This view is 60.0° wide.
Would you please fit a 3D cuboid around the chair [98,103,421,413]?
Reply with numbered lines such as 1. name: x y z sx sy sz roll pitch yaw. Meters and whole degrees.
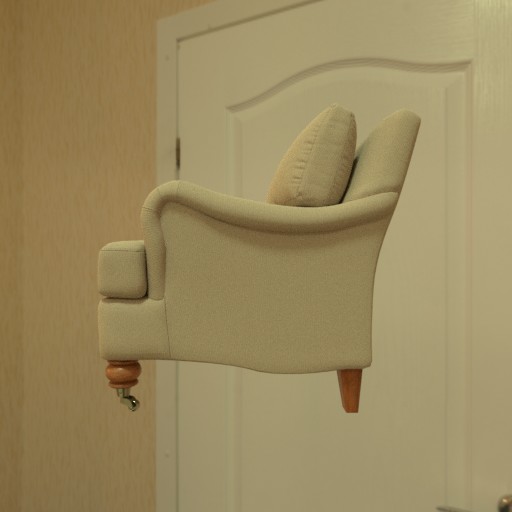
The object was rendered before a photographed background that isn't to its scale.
1. chair: 0.000 0.000 1.859 1.070 1.038 0.955 0 0 -1
